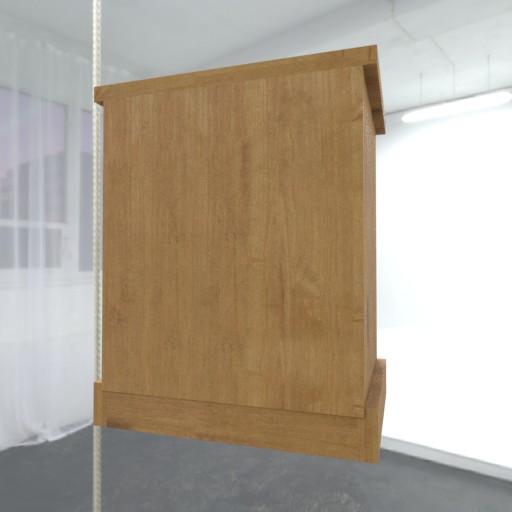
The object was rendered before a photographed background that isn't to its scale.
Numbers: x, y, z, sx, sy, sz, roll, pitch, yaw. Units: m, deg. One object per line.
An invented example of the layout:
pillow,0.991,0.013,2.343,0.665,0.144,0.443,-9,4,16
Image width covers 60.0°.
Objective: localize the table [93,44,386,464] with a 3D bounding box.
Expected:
table,0.000,0.000,1.196,0.660,0.813,0.500,0,-1,18
